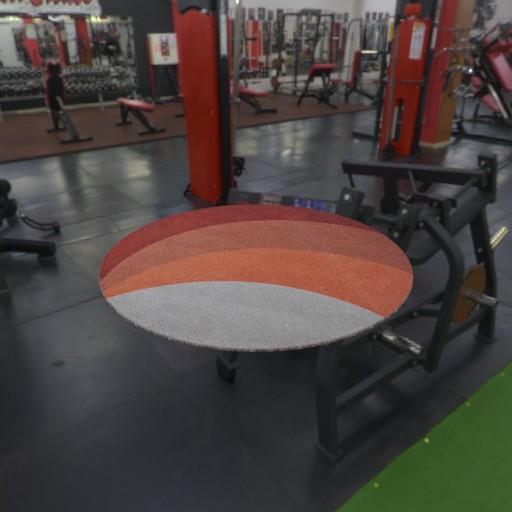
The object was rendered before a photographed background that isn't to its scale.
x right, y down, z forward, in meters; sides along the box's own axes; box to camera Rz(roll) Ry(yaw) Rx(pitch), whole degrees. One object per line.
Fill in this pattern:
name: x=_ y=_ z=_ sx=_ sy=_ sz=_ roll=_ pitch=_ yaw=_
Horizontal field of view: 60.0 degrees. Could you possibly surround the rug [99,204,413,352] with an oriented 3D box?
rug: x=0.000 y=0.000 z=2.240 sx=1.514 sy=0.015 sz=1.514 roll=0 pitch=26 yaw=0
